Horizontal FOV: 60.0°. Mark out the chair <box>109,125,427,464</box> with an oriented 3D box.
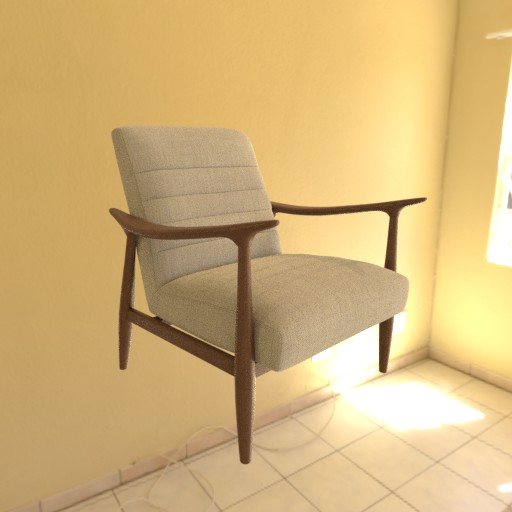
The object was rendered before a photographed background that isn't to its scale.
[{"bbox_3d":[0.000,0.000,1.427,0.741,0.832,0.798,-13,18,-43],"label":"chair"}]
